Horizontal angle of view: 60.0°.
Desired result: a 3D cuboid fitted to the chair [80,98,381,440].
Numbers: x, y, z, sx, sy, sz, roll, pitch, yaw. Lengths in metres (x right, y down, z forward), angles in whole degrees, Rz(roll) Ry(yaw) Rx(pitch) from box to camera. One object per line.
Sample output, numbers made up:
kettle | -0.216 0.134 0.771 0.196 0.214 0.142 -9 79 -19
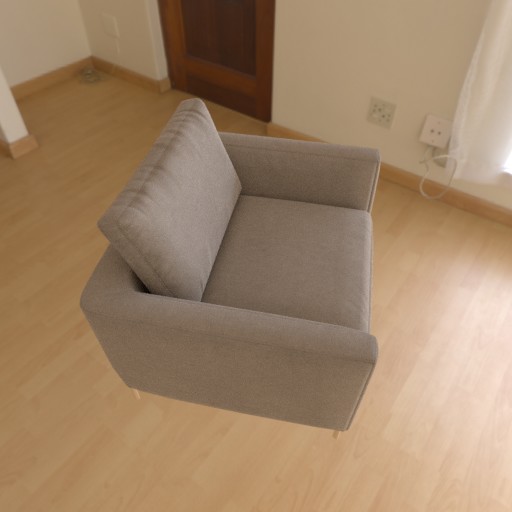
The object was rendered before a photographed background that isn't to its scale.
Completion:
chair | 0.000 0.000 1.681 0.889 0.864 1.041 8 46 8
